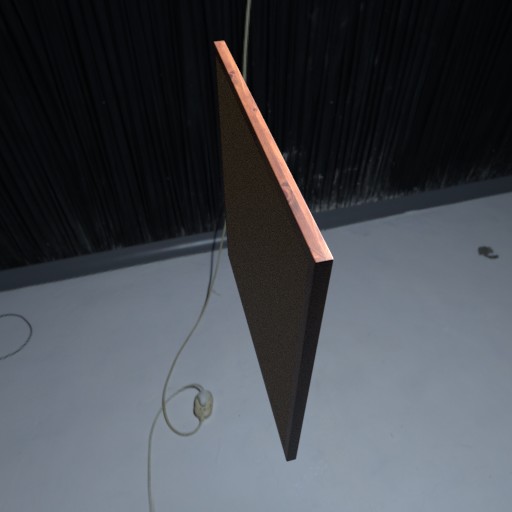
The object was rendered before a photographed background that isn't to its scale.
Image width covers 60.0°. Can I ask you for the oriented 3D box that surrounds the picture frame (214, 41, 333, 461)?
[{"bbox_3d":[0.000,0.000,1.195,0.029,0.817,0.810,-10,48,-10],"label":"picture frame"}]
